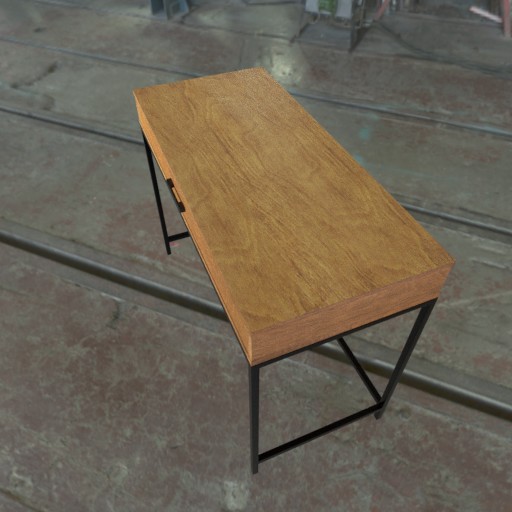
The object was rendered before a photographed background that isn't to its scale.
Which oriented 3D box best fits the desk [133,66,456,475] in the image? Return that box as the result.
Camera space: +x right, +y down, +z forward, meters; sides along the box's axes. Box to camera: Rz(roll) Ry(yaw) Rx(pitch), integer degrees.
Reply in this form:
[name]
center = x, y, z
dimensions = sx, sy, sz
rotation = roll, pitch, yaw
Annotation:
[desk]
center = 0.000, 0.000, 1.449
dimensions = 0.470, 0.762, 1.016
rotation = -17, 49, -15
